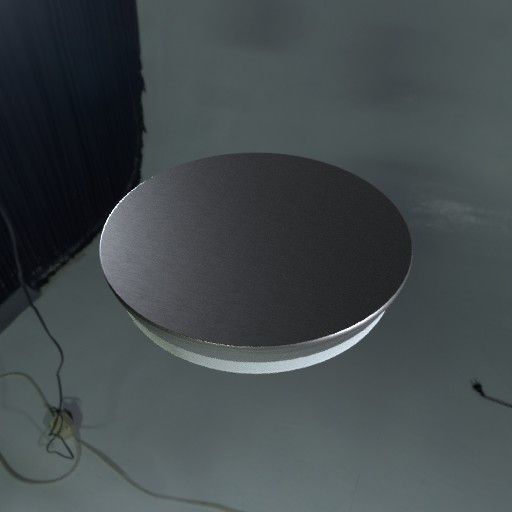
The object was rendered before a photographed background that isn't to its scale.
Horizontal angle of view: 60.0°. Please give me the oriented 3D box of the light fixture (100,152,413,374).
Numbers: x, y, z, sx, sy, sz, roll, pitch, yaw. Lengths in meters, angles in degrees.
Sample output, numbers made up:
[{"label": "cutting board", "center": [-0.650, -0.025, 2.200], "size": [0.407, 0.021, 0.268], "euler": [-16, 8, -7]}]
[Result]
[{"label": "light fixture", "center": [0.000, 0.000, 0.569], "size": [0.368, 0.100, 0.368], "euler": [0, 41, 0]}]
